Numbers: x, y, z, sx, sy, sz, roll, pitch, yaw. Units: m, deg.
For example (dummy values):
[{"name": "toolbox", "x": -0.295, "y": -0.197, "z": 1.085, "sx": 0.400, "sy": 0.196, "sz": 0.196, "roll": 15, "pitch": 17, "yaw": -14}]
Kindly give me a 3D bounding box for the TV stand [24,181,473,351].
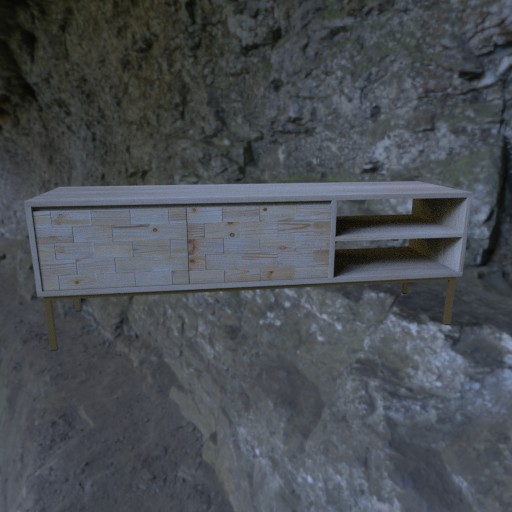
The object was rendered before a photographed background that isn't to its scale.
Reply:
[{"name": "TV stand", "x": 0.000, "y": 0.000, "z": 1.840, "sx": 1.600, "sy": 0.550, "sz": 0.420, "roll": -2, "pitch": 15, "yaw": -8}]
